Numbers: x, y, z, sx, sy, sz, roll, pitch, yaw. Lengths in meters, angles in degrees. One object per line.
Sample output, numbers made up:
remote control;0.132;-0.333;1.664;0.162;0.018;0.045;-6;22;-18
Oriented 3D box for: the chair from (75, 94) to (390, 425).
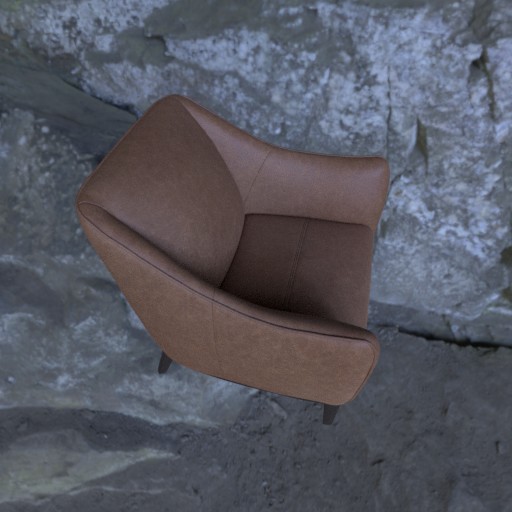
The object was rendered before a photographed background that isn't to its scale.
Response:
chair;0.000;0.000;1.566;0.852;0.830;0.871;10;46;10
